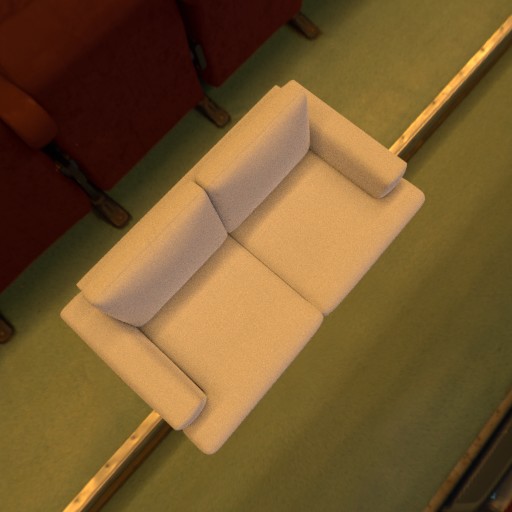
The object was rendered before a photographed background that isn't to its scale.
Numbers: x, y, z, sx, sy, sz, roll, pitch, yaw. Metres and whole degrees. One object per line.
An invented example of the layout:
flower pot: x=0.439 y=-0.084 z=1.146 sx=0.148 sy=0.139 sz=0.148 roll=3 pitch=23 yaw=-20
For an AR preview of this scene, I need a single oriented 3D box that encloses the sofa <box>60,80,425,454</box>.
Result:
sofa: x=0.000 y=0.000 z=2.160 sx=0.915 sy=0.810 sz=1.651 roll=40 pitch=79 yaw=10
